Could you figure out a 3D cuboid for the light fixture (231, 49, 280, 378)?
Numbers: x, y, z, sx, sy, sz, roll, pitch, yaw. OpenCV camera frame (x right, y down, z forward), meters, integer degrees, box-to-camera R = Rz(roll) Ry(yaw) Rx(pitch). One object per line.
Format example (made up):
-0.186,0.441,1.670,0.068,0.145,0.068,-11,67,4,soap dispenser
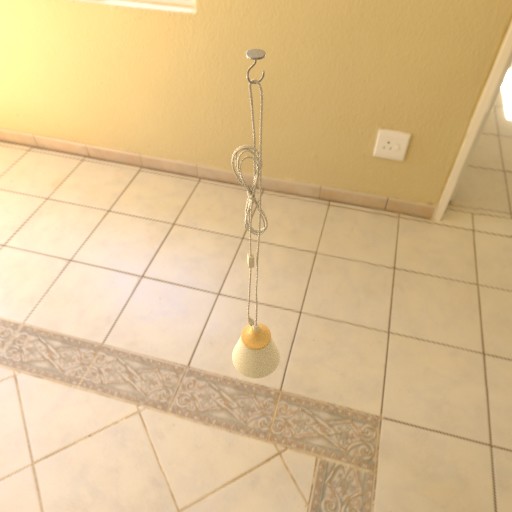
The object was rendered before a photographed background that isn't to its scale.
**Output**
0.000,0.000,1.065,0.153,0.966,0.153,5,48,4,light fixture
